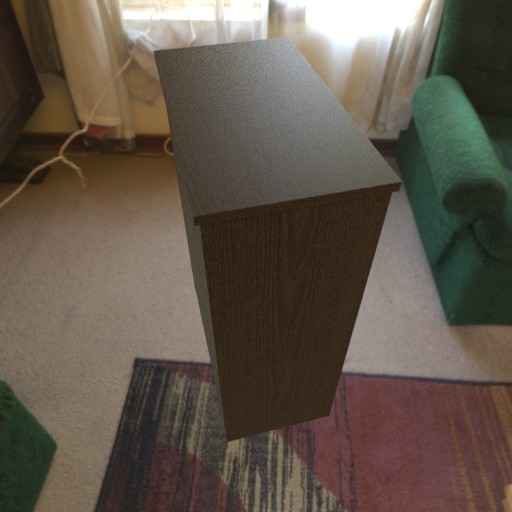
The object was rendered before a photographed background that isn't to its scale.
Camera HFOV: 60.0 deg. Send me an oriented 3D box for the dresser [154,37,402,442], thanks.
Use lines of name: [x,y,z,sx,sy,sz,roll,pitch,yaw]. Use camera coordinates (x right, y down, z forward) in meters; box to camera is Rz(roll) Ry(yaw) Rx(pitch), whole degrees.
dresser: [0.000,0.000,1.384,0.399,1.020,0.704,-11,48,-10]
